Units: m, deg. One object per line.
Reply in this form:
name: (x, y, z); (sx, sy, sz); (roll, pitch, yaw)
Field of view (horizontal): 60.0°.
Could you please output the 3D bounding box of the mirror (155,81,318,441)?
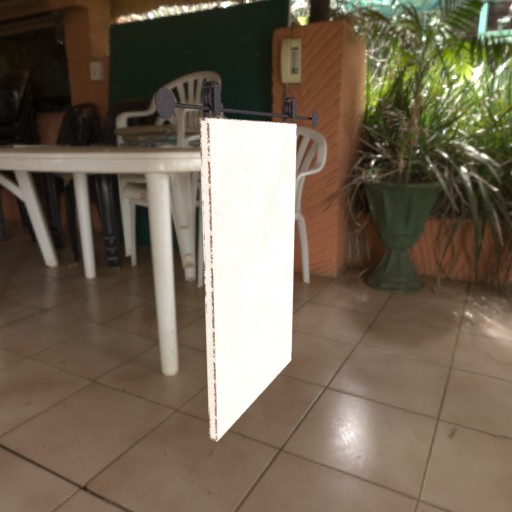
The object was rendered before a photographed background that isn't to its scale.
mirror: (0.000, 0.000, 1.200); (0.037, 0.844, 0.808); (8, 17, 26)
